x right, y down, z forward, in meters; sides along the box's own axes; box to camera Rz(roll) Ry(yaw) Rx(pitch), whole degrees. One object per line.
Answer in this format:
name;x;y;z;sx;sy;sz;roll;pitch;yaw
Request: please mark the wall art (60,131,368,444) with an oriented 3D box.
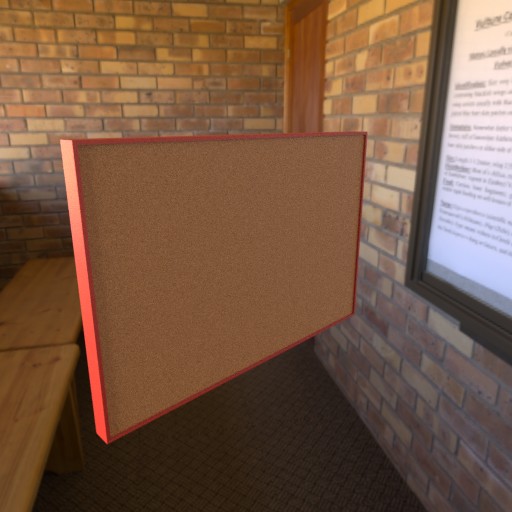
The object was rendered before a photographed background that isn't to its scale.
wall art;0.000;0.000;0.765;0.607;0.405;0.033;-16;23;-42
